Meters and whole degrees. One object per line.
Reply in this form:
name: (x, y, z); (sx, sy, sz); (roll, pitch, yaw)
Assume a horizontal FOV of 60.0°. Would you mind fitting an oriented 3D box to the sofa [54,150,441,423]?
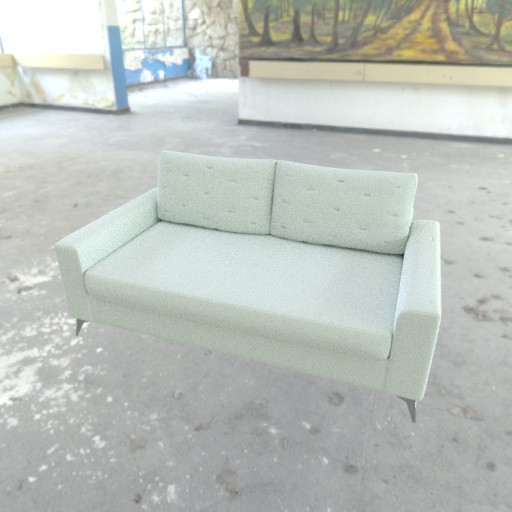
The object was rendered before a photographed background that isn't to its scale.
sofa: (0.000, 0.000, 2.148); (1.650, 0.790, 0.920); (9, 28, 18)
